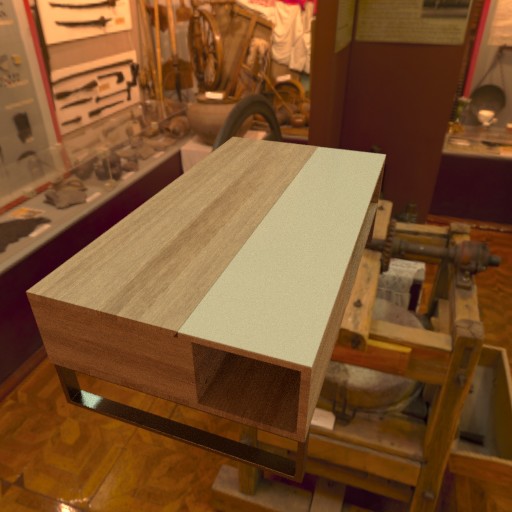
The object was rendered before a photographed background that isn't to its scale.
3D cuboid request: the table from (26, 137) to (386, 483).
[{"bbox_3d":[0.000,0.000,1.349,0.600,0.350,1.100,11,34,17],"label":"table"}]
